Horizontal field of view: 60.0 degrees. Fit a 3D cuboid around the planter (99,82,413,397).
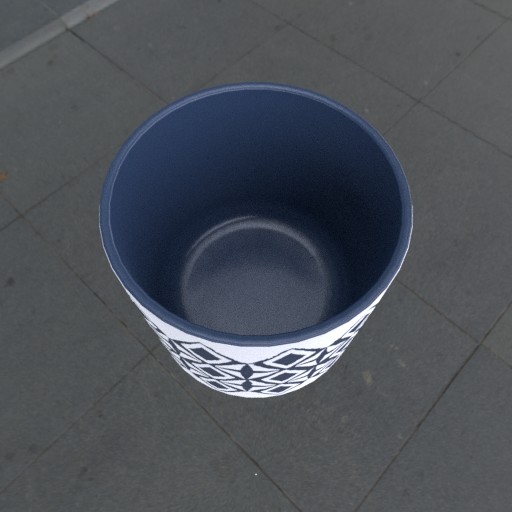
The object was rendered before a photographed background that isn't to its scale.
[{"bbox_3d":[0.000,0.000,0.407,0.224,0.203,0.224,0,64,0],"label":"planter"}]
